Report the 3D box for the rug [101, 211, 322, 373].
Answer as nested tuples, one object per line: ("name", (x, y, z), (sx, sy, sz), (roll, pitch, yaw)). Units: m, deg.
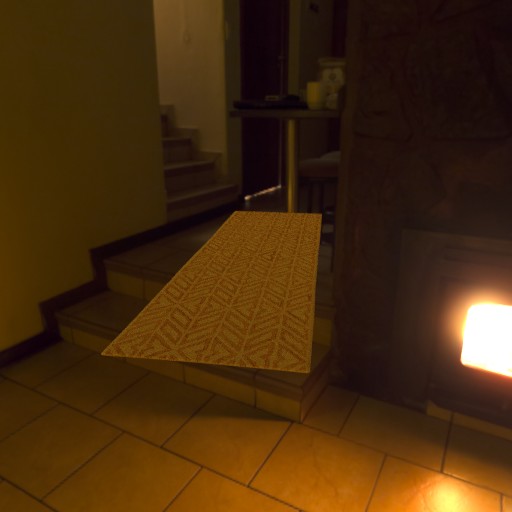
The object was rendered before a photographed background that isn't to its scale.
("rug", (0.000, 0.000, 2.688), (0.750, 0.009, 2.435), (3, 18, 9))
